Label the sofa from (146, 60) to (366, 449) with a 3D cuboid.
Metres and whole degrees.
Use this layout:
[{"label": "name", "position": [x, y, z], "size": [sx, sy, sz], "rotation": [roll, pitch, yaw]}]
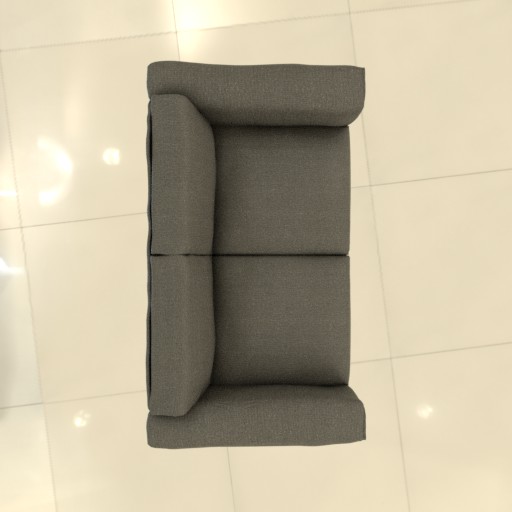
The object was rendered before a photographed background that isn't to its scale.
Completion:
[{"label": "sofa", "position": [0.000, 0.000, 2.139], "size": [0.960, 0.656, 1.690], "rotation": [0, 90, -2]}]
